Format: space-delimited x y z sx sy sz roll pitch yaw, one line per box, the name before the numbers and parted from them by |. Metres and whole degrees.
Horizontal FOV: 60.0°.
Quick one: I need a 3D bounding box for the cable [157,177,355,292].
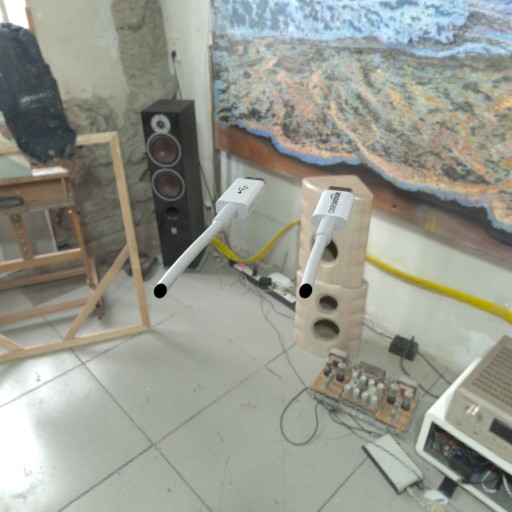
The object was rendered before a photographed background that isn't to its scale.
cable | 0.000 0.000 0.113 0.040 0.006 0.098 9 33 14
